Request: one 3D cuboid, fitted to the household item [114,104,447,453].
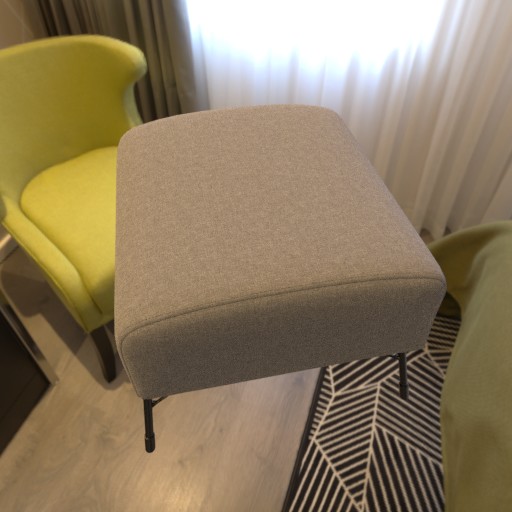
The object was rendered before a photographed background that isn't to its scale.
[{"bbox_3d":[0.000,0.000,0.891,0.530,0.410,0.530,-9,47,-8],"label":"household item"}]
